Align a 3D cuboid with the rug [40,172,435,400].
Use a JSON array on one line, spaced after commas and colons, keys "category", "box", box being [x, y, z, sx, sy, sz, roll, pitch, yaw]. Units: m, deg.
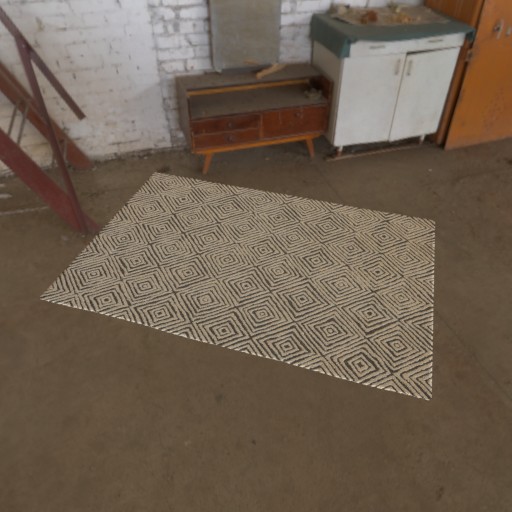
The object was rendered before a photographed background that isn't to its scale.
[{"category": "rug", "box": [0.000, 0.000, 2.281, 1.750, 0.004, 1.177, 12, 43, 13]}]
